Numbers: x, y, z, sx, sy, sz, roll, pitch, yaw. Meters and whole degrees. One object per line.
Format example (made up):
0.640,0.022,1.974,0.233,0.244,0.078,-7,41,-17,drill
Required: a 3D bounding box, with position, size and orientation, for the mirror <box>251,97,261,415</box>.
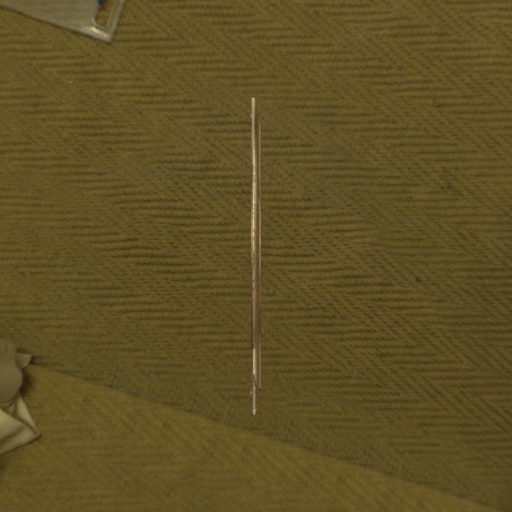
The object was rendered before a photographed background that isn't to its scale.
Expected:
0.000,0.000,1.037,0.019,0.686,0.686,0,90,0,mirror
